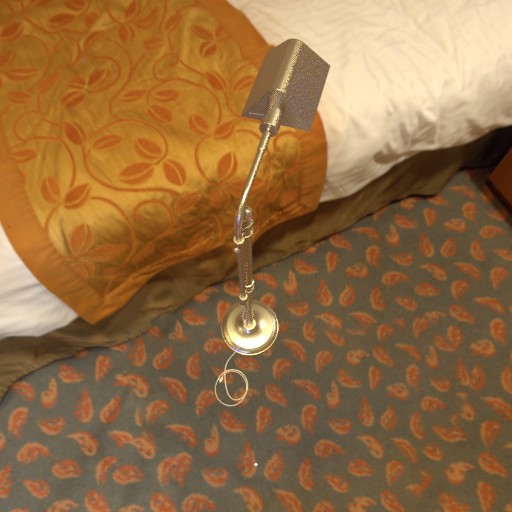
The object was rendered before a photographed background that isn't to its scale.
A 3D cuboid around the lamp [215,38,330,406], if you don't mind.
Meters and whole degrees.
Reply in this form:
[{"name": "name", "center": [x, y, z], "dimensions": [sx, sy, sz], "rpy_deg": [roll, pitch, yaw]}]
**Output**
[{"name": "lamp", "center": [0.000, 0.000, 0.942], "dimensions": [0.159, 0.708, 0.546], "rpy_deg": [16, 66, 7]}]
